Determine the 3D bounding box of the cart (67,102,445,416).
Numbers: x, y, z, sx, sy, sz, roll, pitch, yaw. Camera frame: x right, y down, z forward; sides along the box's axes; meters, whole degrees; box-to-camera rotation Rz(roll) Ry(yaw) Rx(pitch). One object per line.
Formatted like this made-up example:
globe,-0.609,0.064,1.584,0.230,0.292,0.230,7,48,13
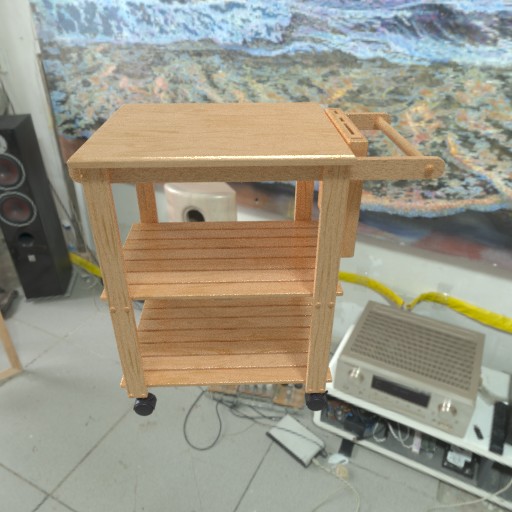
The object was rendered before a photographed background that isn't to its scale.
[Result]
cart,0.000,0.000,1.365,0.843,0.816,0.520,-1,31,-2
